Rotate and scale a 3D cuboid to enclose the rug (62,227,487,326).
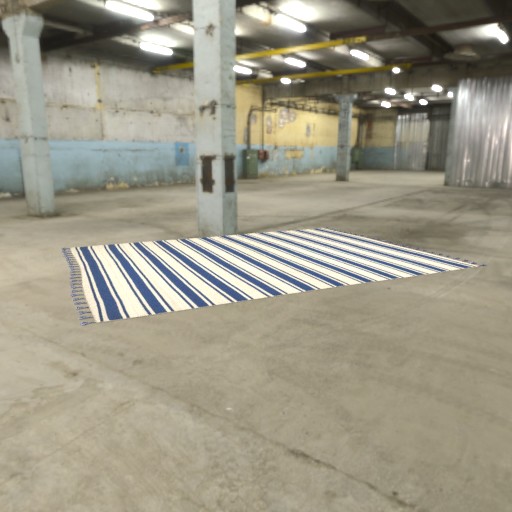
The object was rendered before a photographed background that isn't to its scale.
[{"bbox_3d":[0.000,0.000,4.312,3.416,0.016,2.471,-6,14,-25],"label":"rug"}]
